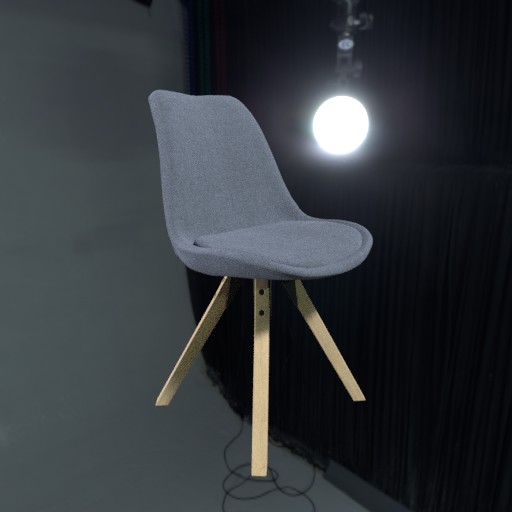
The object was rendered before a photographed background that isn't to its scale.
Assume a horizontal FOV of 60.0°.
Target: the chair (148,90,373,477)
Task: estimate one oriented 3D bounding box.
[{"bbox_3d":[0.000,0.000,1.179,0.550,0.850,0.485,14,20,43],"label":"chair"}]
